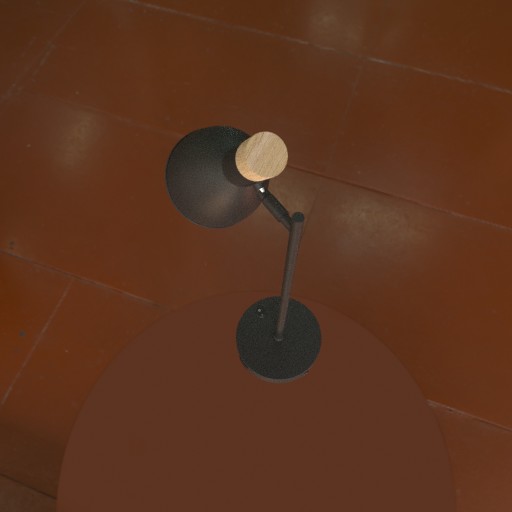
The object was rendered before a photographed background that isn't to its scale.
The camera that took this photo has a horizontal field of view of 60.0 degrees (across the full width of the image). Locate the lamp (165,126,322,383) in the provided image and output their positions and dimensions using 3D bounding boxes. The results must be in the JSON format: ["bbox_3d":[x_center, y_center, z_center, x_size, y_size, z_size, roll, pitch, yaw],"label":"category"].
[{"bbox_3d":[0.000,0.000,0.609,0.152,0.483,0.287,-33,68,-15],"label":"lamp"}]
